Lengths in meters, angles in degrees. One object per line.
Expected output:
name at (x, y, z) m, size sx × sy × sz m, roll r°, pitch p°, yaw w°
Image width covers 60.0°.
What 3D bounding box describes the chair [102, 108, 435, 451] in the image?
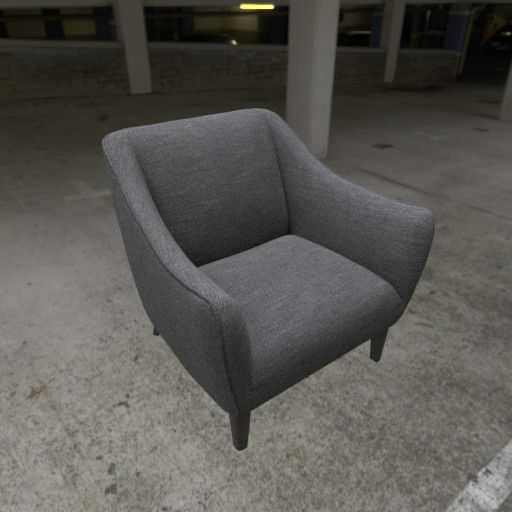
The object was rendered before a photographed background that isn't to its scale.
chair at (0.000, 0.000, 1.581) m, size 0.870 × 0.829 × 0.851 m, roll -21°, pitch 36°, yaw -31°
